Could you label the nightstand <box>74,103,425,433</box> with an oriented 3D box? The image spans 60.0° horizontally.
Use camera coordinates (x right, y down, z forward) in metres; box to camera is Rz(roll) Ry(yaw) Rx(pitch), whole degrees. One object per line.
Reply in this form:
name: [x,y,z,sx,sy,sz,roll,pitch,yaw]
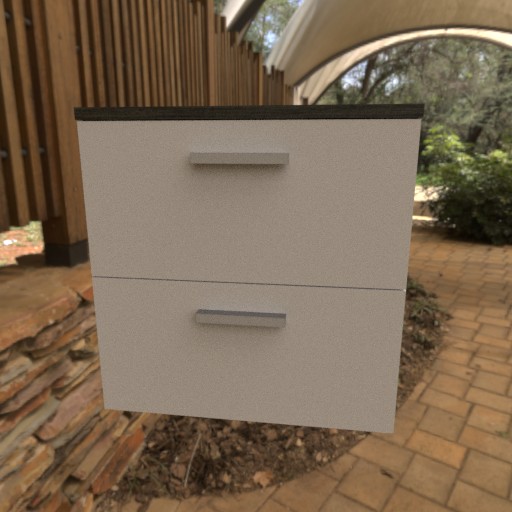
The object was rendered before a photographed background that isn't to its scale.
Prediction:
nightstand: [0.000,0.000,0.748,0.441,0.460,0.325,2,15,8]
